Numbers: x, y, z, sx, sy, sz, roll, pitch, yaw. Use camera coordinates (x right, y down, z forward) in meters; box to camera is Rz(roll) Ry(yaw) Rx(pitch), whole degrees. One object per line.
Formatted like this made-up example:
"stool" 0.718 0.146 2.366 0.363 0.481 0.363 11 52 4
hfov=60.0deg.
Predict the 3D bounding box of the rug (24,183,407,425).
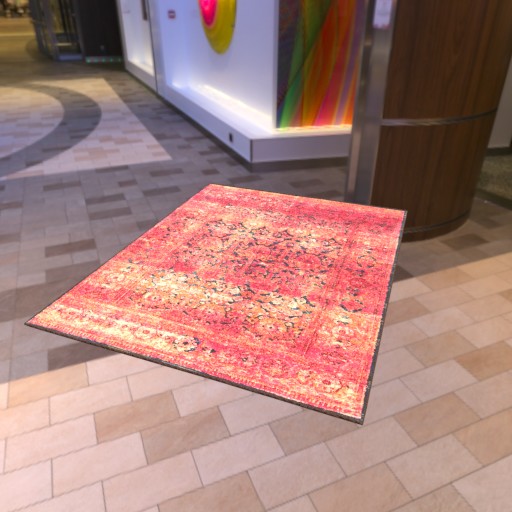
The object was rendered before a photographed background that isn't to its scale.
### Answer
"rug" 0.000 0.000 4.014 2.411 0.020 3.032 11 32 18
